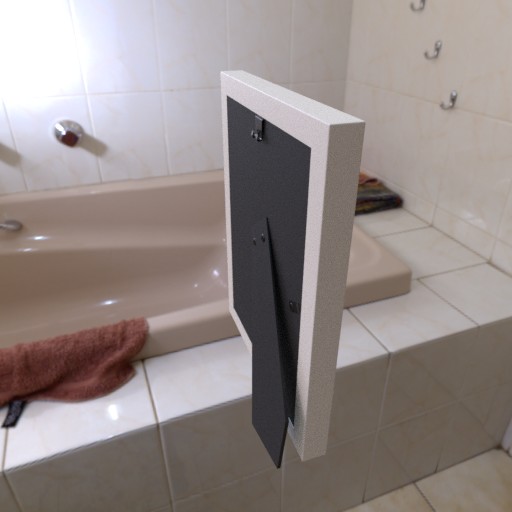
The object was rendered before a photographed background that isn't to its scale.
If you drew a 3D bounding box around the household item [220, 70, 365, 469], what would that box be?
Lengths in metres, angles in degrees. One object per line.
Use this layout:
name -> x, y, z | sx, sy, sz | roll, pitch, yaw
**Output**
household item -> 0.000, 0.000, 0.353 | 0.045, 0.250, 0.200 | -10, 31, -16
